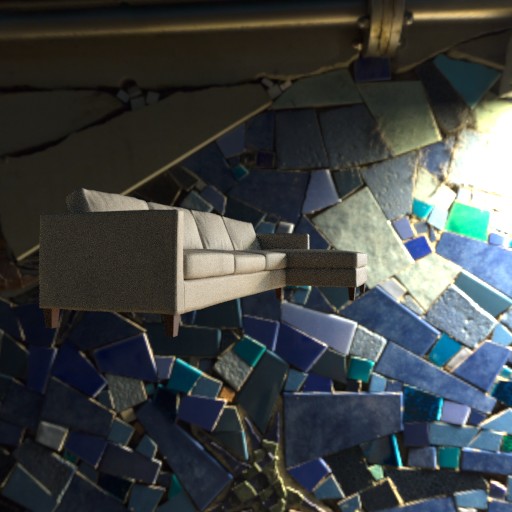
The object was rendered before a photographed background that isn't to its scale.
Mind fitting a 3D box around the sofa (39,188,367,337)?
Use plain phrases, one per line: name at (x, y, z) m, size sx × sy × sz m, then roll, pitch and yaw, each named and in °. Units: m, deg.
sofa at (0.000, 0.000, 3.855) m, size 1.625 × 0.846 × 3.186 m, roll 0°, pitch 0°, yaw 19°
